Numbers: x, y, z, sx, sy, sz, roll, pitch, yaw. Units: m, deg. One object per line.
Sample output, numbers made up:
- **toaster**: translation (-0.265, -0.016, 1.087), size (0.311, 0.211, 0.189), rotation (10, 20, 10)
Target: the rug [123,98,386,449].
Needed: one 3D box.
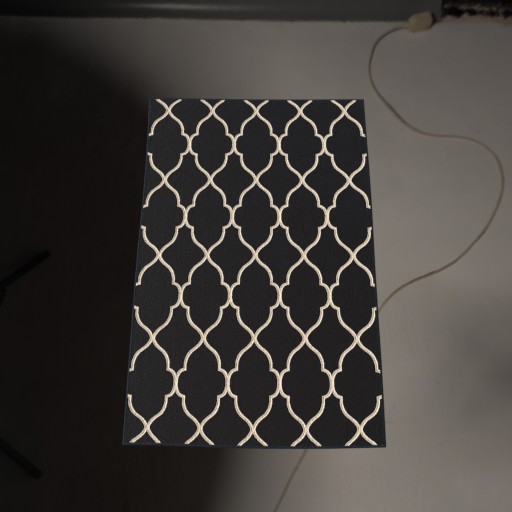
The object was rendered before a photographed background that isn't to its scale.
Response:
- **rug**: translation (0.000, 0.000, 2.841), size (1.528, 0.014, 2.294), rotation (0, 75, 0)
